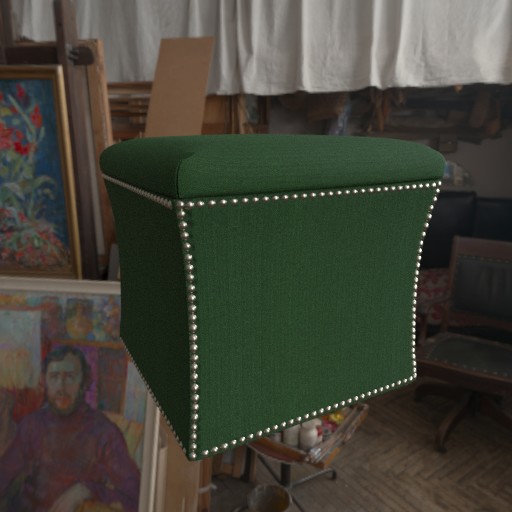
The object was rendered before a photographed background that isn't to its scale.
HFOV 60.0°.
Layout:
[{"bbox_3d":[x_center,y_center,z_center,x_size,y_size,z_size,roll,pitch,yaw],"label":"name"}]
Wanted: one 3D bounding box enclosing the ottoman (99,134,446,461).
[{"bbox_3d":[0.000,0.000,0.894,0.507,0.475,0.497,-8,18,-28],"label":"ottoman"}]
